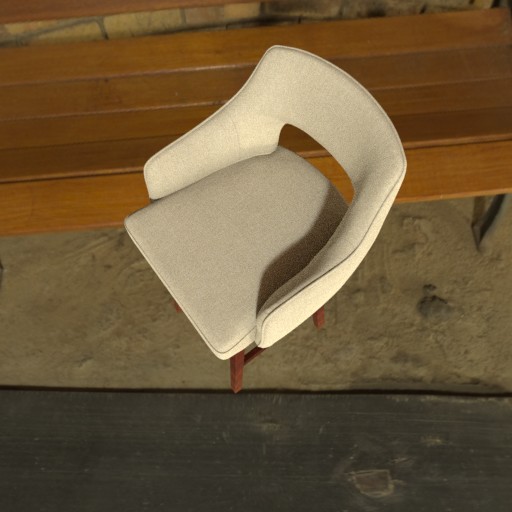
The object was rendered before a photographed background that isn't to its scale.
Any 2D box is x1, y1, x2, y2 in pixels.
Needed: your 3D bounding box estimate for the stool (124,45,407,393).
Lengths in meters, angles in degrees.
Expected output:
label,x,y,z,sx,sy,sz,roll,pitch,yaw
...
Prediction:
label,x,y,z,sx,sy,sz,roll,pitch,yaw
stool,0.000,0.000,1.337,0.560,1.041,0.550,-34,69,-15
